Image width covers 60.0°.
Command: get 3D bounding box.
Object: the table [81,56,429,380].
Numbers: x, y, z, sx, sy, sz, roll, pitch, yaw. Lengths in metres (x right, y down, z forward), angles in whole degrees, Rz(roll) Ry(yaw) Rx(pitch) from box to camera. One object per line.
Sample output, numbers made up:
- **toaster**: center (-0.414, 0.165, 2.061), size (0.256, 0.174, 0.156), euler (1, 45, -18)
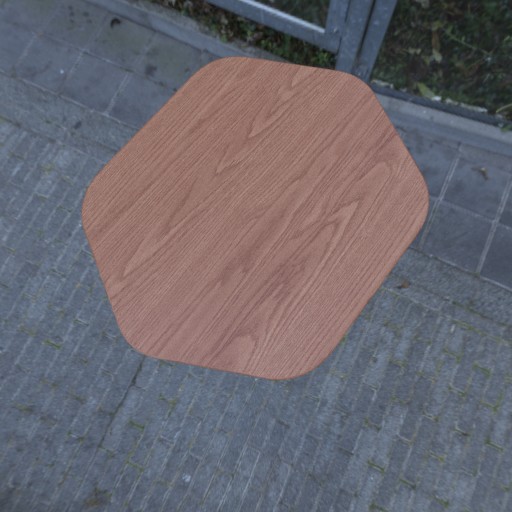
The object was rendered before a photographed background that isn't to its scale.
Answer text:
- **table**: center (0.000, 0.000, 0.877), size (0.400, 0.562, 0.500), euler (37, 78, 10)
